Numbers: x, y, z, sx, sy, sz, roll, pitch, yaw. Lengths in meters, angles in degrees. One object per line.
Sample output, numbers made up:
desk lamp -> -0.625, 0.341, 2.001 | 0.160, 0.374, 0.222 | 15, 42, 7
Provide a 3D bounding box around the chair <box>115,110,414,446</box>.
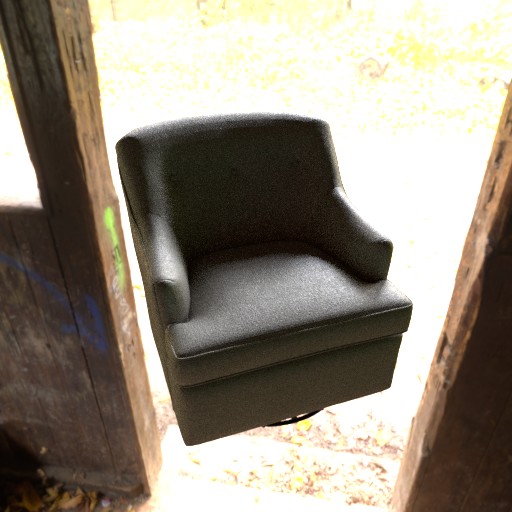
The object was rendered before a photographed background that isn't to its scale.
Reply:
chair -> 0.000, 0.000, 1.648 | 0.864, 0.856, 0.923 | -10, 33, -16
